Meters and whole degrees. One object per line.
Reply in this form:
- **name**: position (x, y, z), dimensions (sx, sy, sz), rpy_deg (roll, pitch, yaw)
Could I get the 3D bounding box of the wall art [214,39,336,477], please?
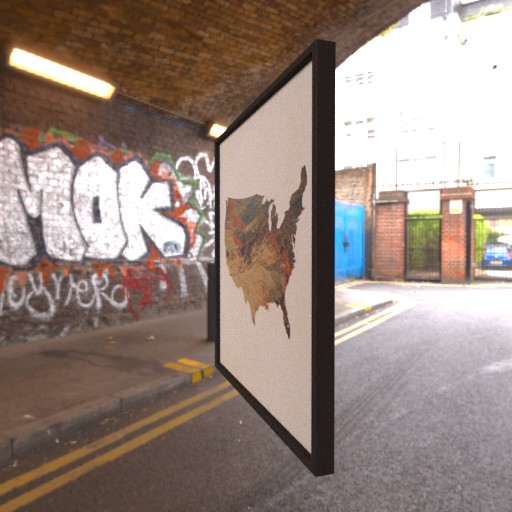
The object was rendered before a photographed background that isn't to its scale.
- **wall art**: position (0.000, 0.000, 1.136), dimensions (0.038, 0.762, 0.762), rpy_deg (0, 1, -19)
